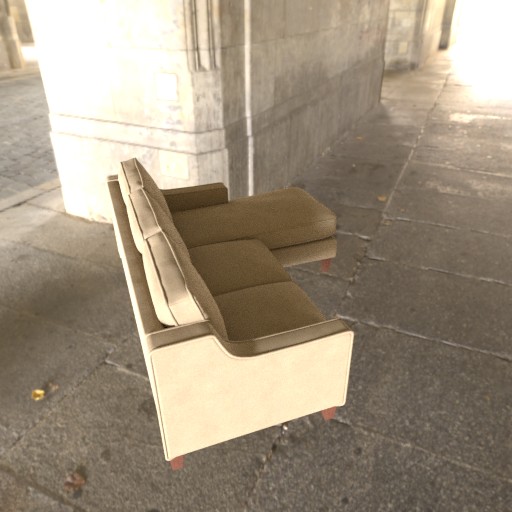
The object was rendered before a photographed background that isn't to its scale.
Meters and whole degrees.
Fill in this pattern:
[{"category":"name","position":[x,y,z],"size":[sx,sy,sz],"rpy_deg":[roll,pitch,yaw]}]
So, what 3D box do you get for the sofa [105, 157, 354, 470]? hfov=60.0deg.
[{"category":"sofa","position":[0.000,0.000,3.258],"size":[1.858,1.066,2.317],"rpy_deg":[-11,32,-18]}]
